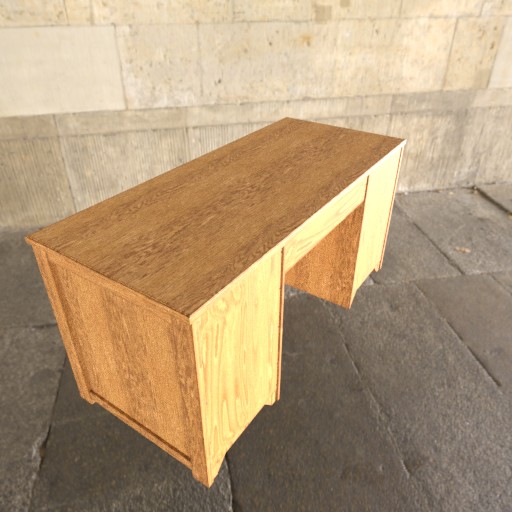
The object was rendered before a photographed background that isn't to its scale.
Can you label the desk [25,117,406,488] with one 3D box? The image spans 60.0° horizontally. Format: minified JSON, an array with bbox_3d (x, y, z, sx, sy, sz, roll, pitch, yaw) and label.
[{"bbox_3d":[0.000,0.000,1.959,0.685,0.751,1.567,21,38,28],"label":"desk"}]
